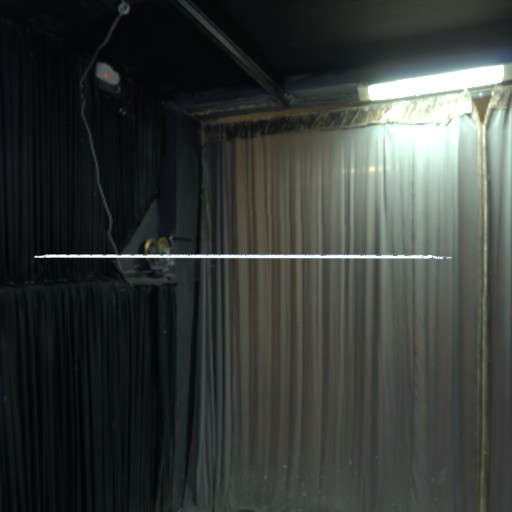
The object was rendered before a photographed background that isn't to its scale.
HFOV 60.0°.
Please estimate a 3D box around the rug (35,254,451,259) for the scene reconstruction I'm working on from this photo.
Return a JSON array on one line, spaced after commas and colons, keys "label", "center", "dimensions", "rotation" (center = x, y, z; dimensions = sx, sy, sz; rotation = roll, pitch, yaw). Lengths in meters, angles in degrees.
[{"label": "rug", "center": [0.000, 0.000, 2.400], "dimensions": [1.847, 0.014, 1.230], "rotation": [0, 0, 19]}]
